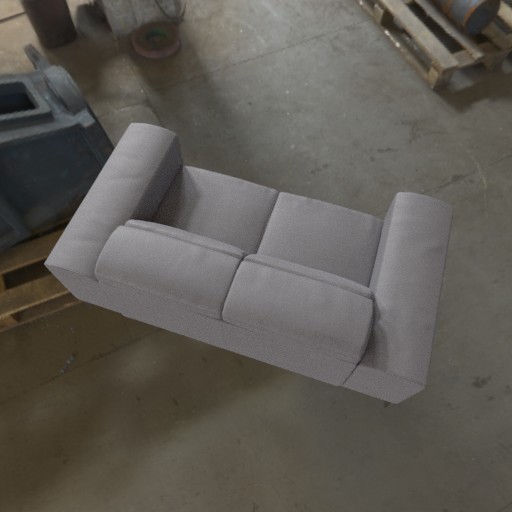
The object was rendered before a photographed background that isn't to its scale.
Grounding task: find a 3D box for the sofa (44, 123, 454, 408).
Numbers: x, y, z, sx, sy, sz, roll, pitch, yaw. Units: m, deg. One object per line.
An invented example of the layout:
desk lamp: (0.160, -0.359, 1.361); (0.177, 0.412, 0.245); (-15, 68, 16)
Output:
sofa: (0.000, 0.000, 2.449); (1.895, 0.779, 1.003); (16, 64, 8)
